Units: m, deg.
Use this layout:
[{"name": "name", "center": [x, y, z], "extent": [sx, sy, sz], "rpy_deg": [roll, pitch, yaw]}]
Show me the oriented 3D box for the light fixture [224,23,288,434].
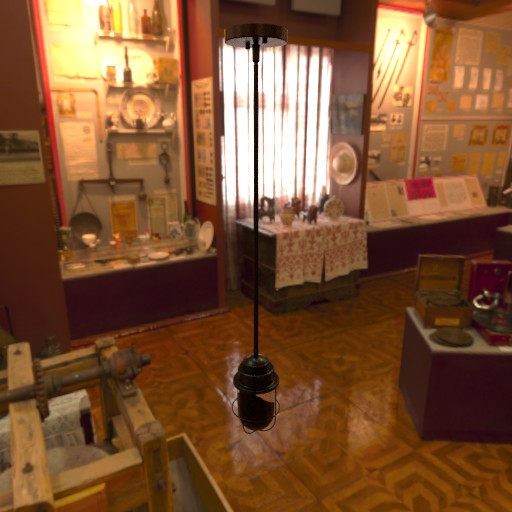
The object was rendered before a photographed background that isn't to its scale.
[{"name": "light fixture", "center": [0.000, 0.000, 0.997], "extent": [0.123, 0.920, 0.123], "rpy_deg": [-9, 18, -27]}]
